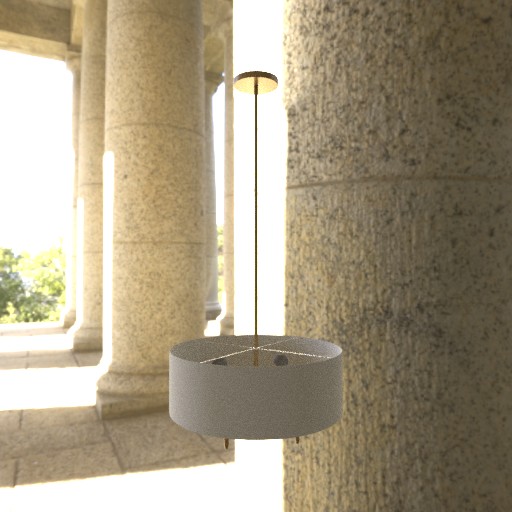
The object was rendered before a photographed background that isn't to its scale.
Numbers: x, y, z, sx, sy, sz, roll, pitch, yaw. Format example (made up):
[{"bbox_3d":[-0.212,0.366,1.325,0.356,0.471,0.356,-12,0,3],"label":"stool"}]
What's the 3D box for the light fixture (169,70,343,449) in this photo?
[{"bbox_3d":[0.000,0.000,1.332,0.508,1.067,0.508,0,-1,0],"label":"light fixture"}]
